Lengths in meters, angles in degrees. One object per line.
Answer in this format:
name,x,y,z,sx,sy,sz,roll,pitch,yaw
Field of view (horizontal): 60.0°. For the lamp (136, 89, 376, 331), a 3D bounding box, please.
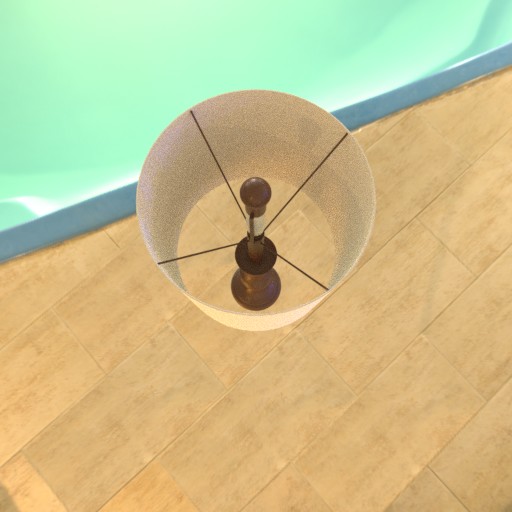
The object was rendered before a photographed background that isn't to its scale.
lamp,0.000,0.000,0.731,0.250,0.597,0.250,-35,79,-8
